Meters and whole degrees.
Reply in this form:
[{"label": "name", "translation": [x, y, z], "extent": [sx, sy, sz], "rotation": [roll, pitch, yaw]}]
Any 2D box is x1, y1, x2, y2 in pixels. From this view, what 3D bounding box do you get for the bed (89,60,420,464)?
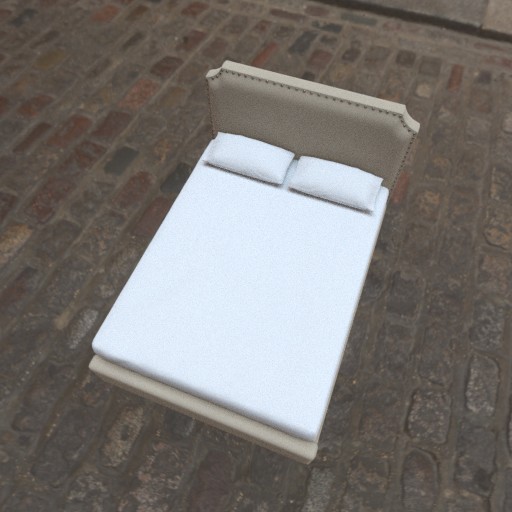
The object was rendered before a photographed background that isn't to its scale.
[{"label": "bed", "translation": [0.000, 0.000, 3.351], "extent": [1.703, 1.415, 2.329], "rotation": [18, 62, 10]}]
